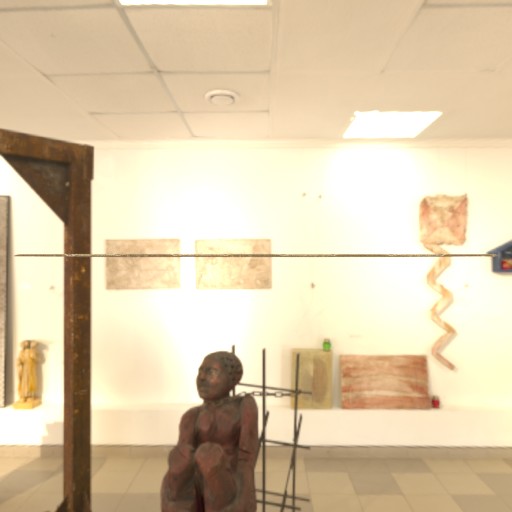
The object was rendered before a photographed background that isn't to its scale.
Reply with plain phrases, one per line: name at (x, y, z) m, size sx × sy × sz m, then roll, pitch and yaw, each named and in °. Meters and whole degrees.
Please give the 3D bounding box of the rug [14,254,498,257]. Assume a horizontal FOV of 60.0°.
rug at (0.000, 0.000, 3.013) m, size 2.457 × 0.012 × 1.541 m, roll 0°, pitch 0°, yaw 1°
